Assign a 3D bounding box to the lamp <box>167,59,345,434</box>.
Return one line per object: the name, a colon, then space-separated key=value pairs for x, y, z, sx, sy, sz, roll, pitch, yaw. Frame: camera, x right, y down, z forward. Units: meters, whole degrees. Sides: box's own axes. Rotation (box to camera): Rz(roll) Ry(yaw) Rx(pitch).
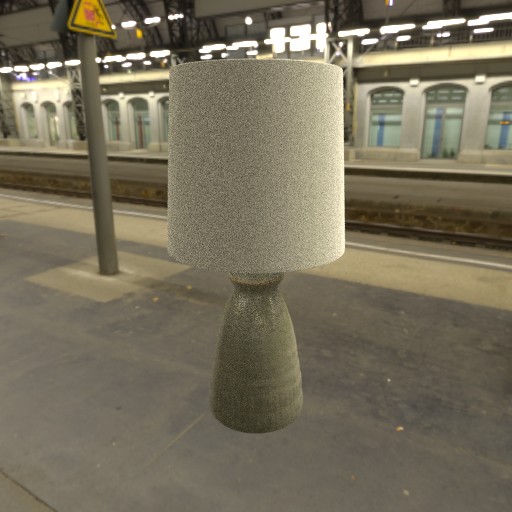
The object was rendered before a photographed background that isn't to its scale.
lamp: x=0.000 y=0.000 z=0.477 sx=0.186 sy=0.369 sz=0.186 roll=0 pitch=16 yaw=0
